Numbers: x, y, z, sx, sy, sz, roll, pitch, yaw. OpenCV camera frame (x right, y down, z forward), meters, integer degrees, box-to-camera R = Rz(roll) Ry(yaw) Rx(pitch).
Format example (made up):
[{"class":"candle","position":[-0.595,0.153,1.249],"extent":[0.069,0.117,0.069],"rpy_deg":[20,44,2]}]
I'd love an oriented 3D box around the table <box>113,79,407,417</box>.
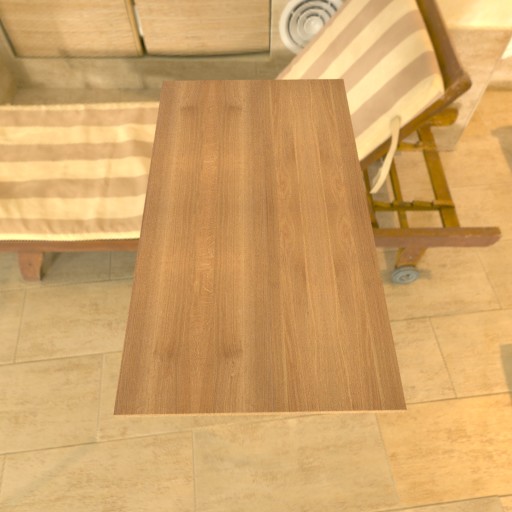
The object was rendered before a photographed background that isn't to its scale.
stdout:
[{"class":"table","position":[0.000,0.000,2.100],"extent":[0.900,0.750,1.600],"rpy_deg":[-1,58,-1]}]
